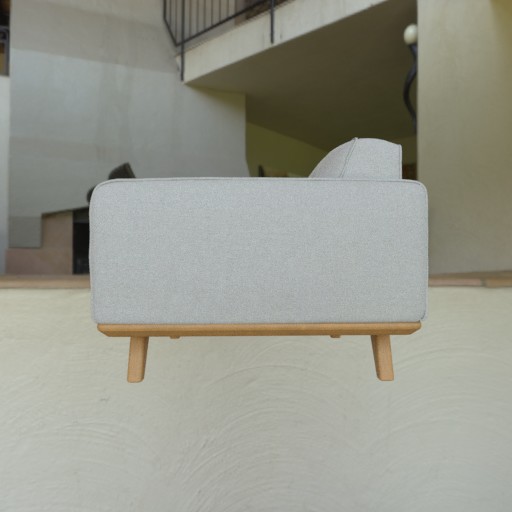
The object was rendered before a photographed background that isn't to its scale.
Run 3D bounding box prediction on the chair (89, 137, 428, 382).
[{"bbox_3d":[0.000,0.000,1.755,0.953,0.779,1.115,0,-1,-1],"label":"chair"}]
